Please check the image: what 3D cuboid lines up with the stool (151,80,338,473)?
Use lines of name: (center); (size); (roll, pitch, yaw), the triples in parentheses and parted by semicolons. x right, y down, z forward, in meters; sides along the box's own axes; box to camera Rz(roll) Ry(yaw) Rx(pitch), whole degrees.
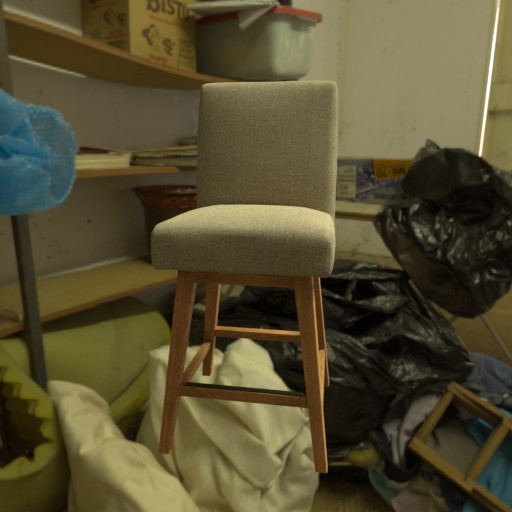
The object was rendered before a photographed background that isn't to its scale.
stool: (0.000, 0.000, 1.295); (0.459, 1.010, 0.526); (2, 15, 9)
